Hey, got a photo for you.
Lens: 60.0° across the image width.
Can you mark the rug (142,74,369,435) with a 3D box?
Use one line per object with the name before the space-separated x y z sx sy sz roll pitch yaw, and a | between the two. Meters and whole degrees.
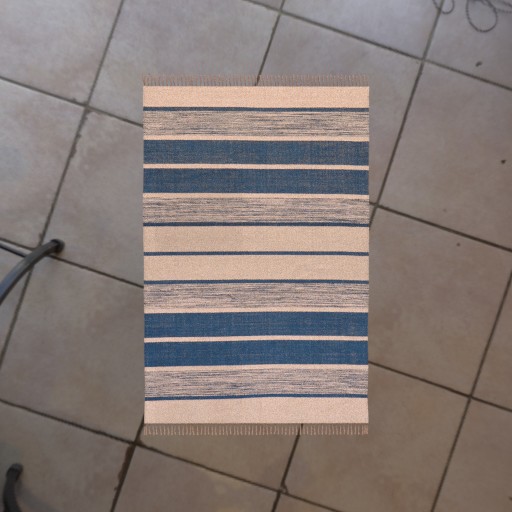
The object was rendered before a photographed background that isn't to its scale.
rug | 0.000 0.000 3.005 1.532 0.010 2.441 0 91 0
